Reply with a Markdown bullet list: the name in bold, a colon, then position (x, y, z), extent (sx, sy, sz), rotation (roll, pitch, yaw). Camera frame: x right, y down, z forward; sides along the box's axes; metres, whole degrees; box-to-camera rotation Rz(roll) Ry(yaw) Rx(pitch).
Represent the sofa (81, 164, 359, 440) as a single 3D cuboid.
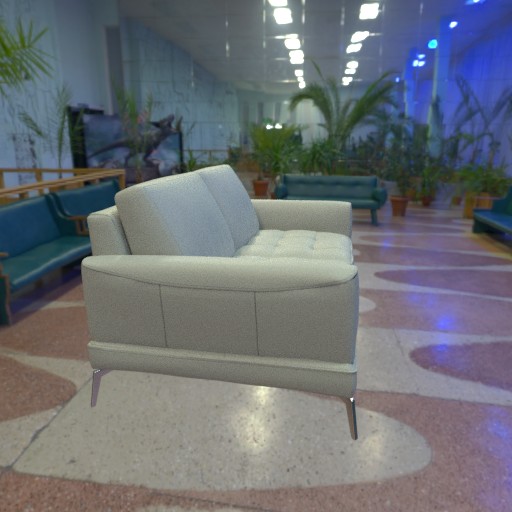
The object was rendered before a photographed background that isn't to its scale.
- **sofa**: position (0.000, 0.000, 2.487), extent (1.121, 0.930, 1.819), rotation (3, 15, 11)
